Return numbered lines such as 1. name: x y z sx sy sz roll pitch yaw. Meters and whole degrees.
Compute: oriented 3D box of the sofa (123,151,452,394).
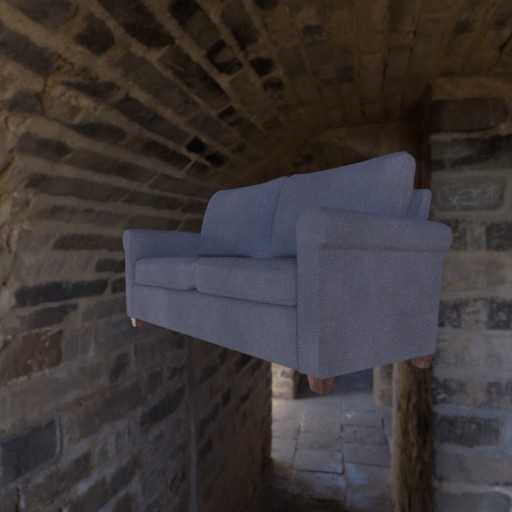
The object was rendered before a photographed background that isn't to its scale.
1. sofa: 0.000 0.000 2.466 0.842 0.942 1.935 0 0 -36
